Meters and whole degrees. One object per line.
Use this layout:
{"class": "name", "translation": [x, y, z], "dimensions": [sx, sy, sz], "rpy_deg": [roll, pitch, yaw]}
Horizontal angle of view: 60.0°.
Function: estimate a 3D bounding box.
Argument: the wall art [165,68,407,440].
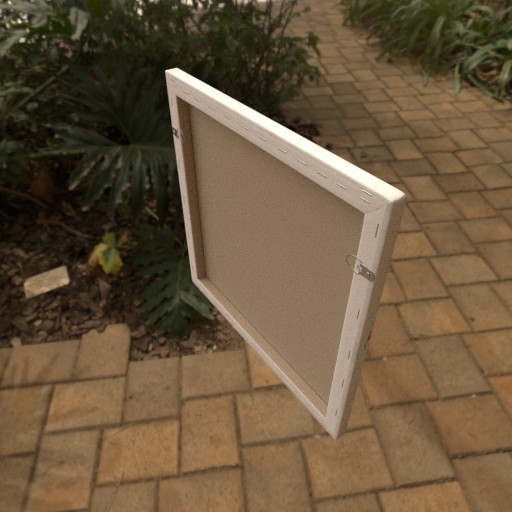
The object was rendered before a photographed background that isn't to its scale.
{"class": "wall art", "translation": [0.000, 0.000, 1.171], "dimensions": [0.038, 0.762, 0.762], "rpy_deg": [-26, 47, -27]}
